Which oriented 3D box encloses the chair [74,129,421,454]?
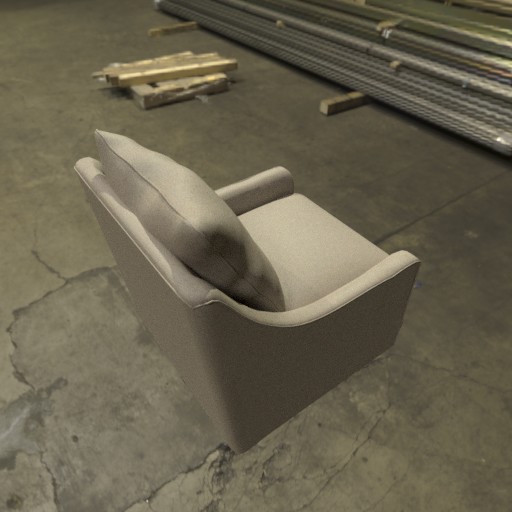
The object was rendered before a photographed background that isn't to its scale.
[{"bbox_3d":[0.000,0.000,1.555,0.876,0.942,0.760,-26,48,-26],"label":"chair"}]
